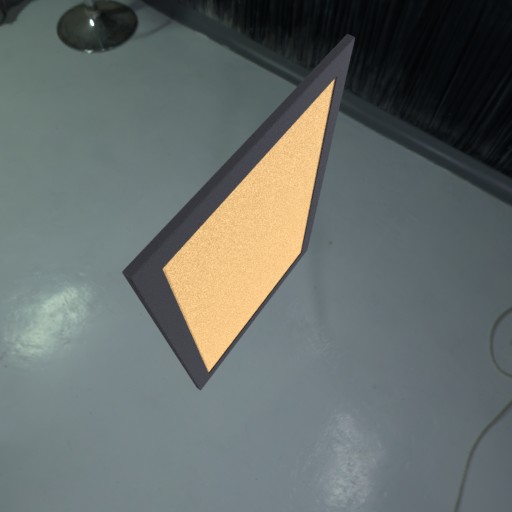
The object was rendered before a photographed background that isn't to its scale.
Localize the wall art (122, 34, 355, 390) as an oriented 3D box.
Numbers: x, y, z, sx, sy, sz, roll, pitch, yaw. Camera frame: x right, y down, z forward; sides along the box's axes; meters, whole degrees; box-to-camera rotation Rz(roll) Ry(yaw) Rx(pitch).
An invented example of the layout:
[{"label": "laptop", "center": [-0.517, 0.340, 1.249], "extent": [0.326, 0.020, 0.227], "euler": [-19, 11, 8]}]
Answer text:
[{"label": "wall art", "center": [0.000, 0.000, 0.678], "extent": [0.012, 0.529, 0.374], "euler": [33, 68, 15]}]
